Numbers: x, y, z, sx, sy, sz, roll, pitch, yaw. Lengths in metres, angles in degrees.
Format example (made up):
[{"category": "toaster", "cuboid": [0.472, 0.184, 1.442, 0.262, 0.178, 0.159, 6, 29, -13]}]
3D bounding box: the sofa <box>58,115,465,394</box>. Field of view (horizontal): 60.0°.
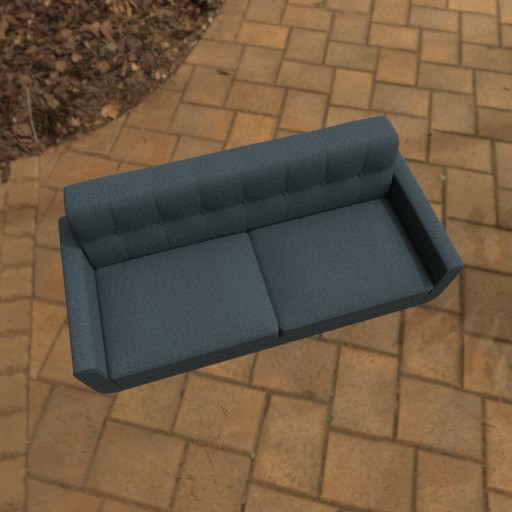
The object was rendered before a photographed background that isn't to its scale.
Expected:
[{"category": "sofa", "cuboid": [0.000, 0.000, 2.546, 2.055, 0.884, 0.942, -14, 63, -8]}]
